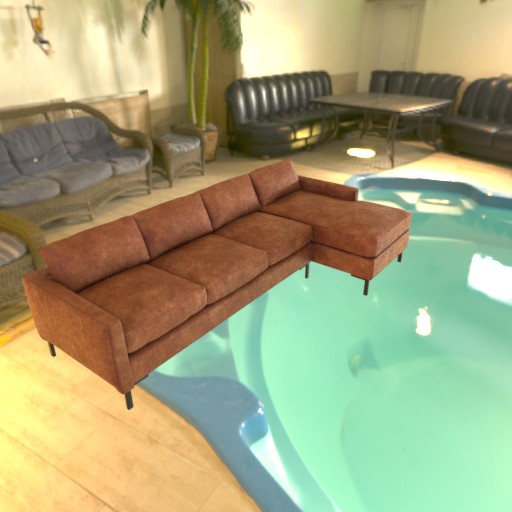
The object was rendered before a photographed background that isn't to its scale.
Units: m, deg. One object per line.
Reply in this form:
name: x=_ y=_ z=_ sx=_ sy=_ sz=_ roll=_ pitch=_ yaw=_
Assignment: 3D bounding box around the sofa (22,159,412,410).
sofa: x=0.000 y=0.000 z=3.538 sx=1.471 sy=0.859 sz=2.993 roll=19 pitch=32 yaw=33
